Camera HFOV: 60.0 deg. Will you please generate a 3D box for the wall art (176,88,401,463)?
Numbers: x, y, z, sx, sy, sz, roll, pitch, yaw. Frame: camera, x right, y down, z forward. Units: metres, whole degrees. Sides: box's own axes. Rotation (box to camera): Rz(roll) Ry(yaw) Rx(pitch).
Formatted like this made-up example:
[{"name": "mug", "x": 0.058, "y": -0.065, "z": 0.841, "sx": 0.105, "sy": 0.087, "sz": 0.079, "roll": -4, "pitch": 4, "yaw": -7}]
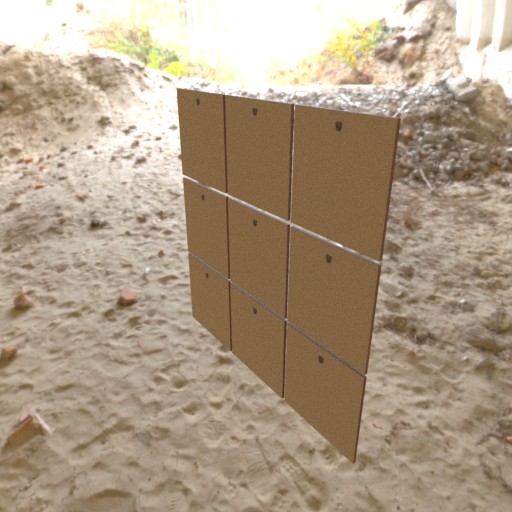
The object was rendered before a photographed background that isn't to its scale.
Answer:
[{"name": "wall art", "x": 0.000, "y": 0.000, "z": 1.816, "sx": 0.019, "sy": 1.218, "sz": 1.221, "roll": -17, "pitch": 30, "yaw": -32}]
